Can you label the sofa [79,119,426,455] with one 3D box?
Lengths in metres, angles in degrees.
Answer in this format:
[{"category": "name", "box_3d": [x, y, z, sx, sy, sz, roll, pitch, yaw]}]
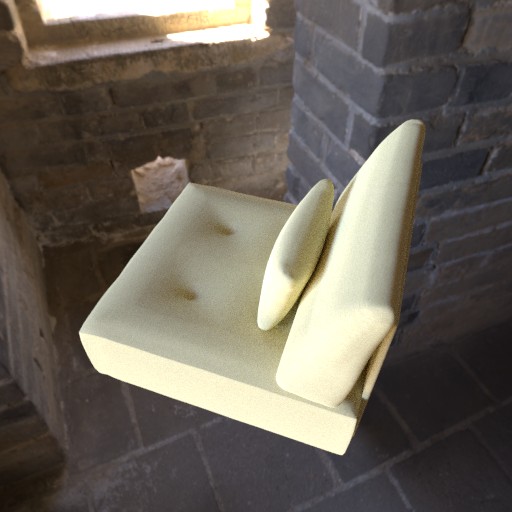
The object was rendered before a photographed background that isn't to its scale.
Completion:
[{"category": "sofa", "box_3d": [0.000, 0.000, 1.652, 1.000, 0.820, 0.930, 14, 47, 13]}]
